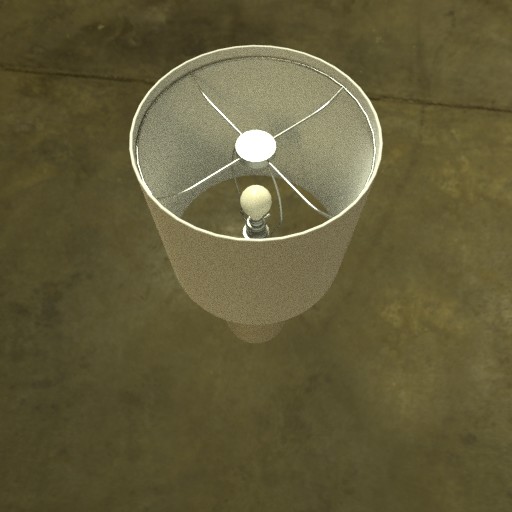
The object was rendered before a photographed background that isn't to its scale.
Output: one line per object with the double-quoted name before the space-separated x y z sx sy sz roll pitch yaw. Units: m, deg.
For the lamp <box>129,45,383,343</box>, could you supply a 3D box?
"lamp" 0.000 0.000 0.569 0.207 0.461 0.207 -35 68 -16
